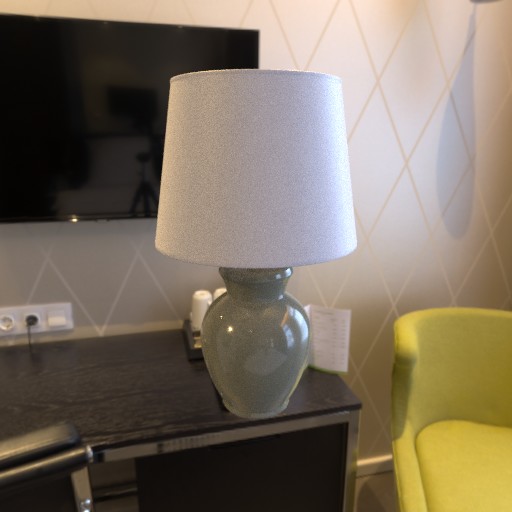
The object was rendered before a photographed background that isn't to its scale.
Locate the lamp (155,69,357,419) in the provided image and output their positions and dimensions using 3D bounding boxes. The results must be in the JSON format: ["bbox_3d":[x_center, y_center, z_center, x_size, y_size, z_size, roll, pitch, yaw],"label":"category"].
[{"bbox_3d":[0.000,0.000,0.543,0.239,0.399,0.239,0,15,0],"label":"lamp"}]
